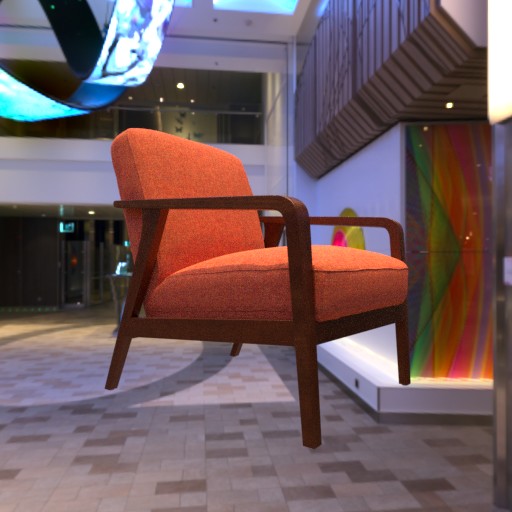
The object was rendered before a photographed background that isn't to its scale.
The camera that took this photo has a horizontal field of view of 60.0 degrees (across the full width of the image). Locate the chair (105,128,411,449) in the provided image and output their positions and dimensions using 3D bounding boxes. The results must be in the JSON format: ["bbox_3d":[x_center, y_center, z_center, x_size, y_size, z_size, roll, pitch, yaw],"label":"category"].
[{"bbox_3d":[0.000,0.000,1.514,0.860,0.890,0.719,-1,-1,37],"label":"chair"}]
